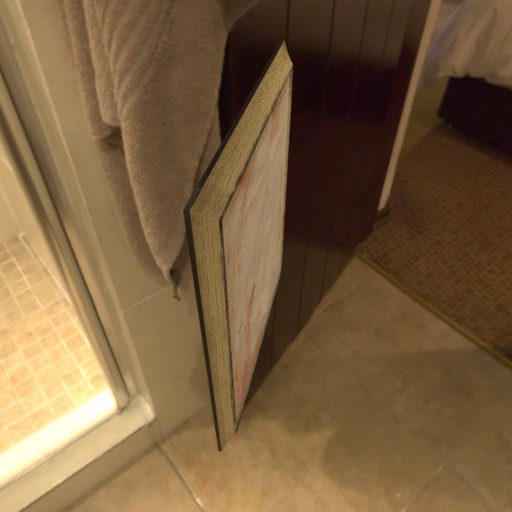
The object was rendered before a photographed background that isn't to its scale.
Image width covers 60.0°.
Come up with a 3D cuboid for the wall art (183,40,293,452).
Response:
[{"bbox_3d":[0.000,0.000,0.630,0.023,0.457,0.381,10,45,10],"label":"wall art"}]
